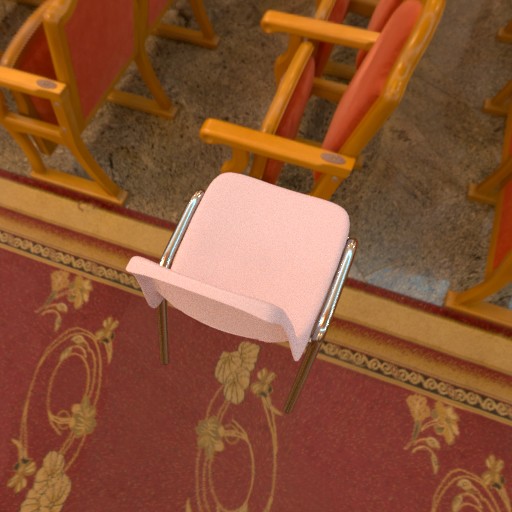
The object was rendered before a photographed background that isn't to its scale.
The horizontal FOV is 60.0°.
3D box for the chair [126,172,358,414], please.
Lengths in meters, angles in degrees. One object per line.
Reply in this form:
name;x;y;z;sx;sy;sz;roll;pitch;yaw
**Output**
chair;0.000;0.000;0.846;0.354;0.586;0.423;19;65;9
